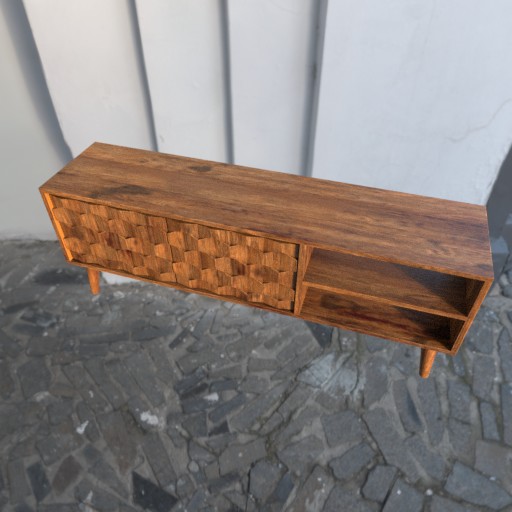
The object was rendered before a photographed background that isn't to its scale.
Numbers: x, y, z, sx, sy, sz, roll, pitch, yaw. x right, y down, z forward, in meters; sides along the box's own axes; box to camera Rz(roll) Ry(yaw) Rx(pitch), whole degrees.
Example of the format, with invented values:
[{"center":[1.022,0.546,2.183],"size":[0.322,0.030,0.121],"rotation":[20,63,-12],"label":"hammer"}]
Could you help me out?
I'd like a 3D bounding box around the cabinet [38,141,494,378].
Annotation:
[{"center":[0.000,0.000,1.649],"size":[1.448,0.528,0.349],"rotation":[12,43,13],"label":"cabinet"}]
